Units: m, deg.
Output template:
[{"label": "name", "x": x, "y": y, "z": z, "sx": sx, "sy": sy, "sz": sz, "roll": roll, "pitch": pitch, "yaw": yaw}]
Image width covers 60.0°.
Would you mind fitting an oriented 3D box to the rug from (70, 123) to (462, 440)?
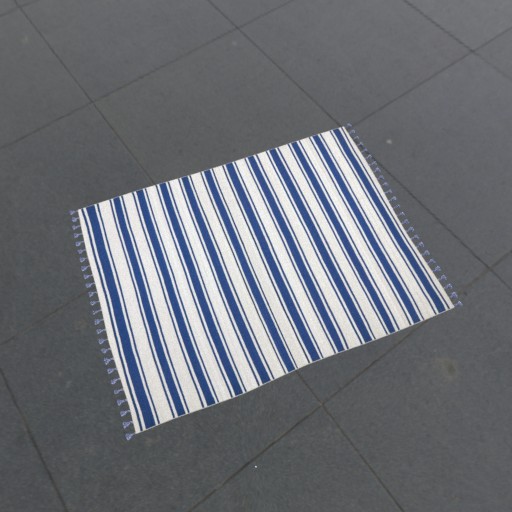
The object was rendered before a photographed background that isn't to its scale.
[{"label": "rug", "x": 0.000, "y": 0.000, "z": 4.568, "sx": 3.416, "sy": 0.016, "sz": 2.471, "roll": -19, "pitch": 66, "yaw": -9}]
